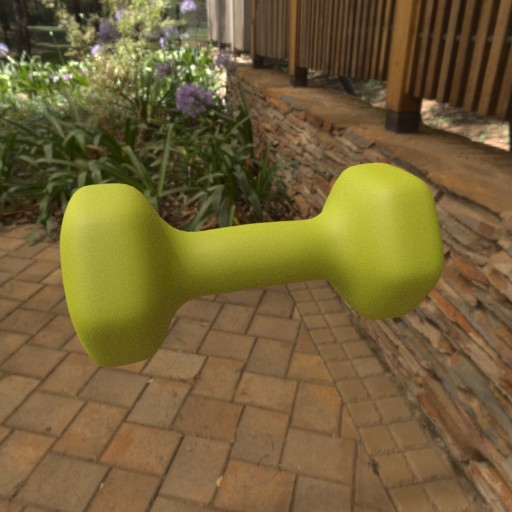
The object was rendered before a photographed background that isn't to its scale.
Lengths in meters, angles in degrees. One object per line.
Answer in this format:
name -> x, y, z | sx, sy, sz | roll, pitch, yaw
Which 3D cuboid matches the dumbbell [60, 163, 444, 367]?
dumbbell -> 0.000, 0.000, 0.207 | 0.164, 0.072, 0.080 | -7, 27, -14
